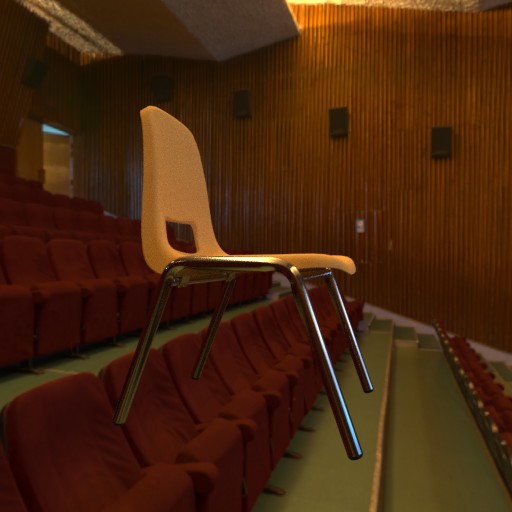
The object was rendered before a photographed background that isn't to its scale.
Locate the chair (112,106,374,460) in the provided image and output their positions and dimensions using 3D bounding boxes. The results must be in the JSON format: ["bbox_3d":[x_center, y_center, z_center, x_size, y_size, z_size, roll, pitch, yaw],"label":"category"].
[{"bbox_3d":[0.000,0.000,0.855,0.423,0.586,0.354,0,-1,17],"label":"chair"}]
